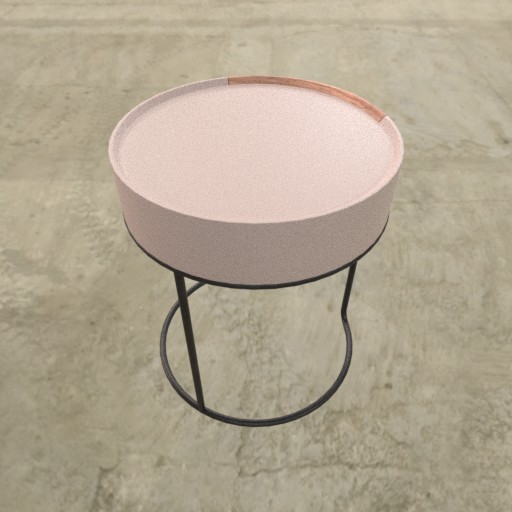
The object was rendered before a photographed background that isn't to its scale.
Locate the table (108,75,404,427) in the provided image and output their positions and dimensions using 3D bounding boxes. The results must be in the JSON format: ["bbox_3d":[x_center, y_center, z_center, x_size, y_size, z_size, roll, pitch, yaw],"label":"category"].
[{"bbox_3d":[0.000,0.000,0.870,0.450,0.530,0.450,0,44,0],"label":"table"}]
